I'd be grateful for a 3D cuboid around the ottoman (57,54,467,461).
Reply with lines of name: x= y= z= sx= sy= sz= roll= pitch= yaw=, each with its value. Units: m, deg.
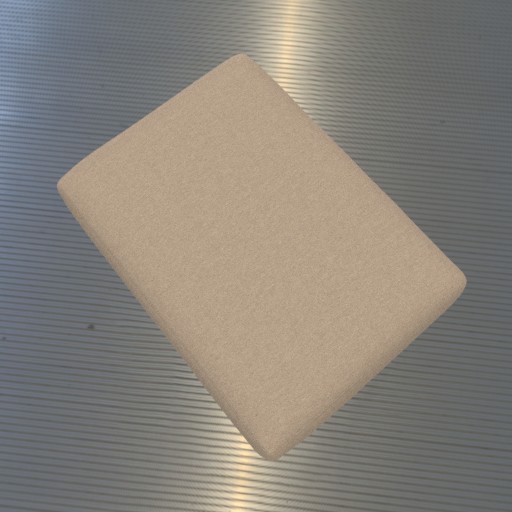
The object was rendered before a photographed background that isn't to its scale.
ottoman: x=0.000 y=0.000 z=1.141 sx=0.574 sy=0.497 sz=0.773 roll=-39 pitch=78 yaw=-10
